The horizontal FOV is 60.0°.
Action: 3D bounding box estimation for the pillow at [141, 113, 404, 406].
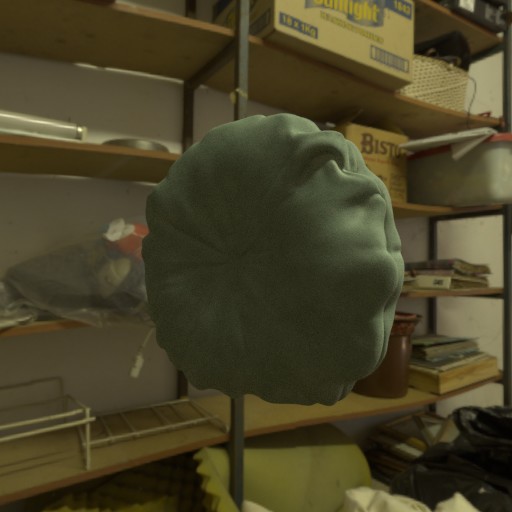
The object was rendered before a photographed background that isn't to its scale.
[{"bbox_3d":[0.000,0.000,0.647,0.428,0.407,0.148,-1,-2,36],"label":"pillow"}]
